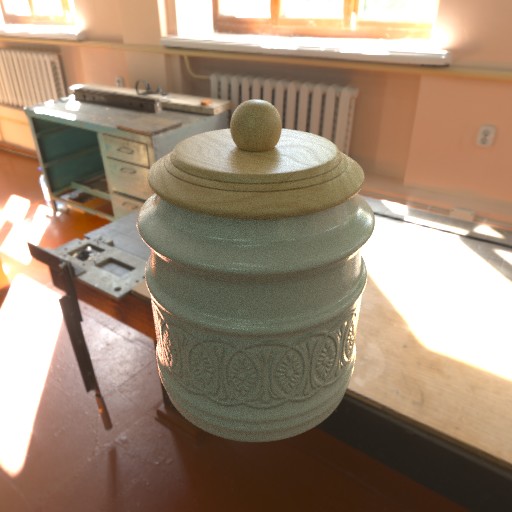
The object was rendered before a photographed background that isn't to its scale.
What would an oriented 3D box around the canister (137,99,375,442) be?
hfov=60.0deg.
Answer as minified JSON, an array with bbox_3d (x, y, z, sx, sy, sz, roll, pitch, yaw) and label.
[{"bbox_3d":[0.000,0.000,0.262,0.130,0.176,0.130,0,30,0],"label":"canister"}]
